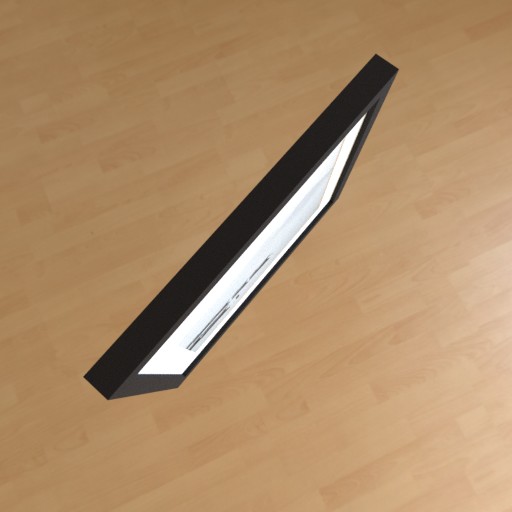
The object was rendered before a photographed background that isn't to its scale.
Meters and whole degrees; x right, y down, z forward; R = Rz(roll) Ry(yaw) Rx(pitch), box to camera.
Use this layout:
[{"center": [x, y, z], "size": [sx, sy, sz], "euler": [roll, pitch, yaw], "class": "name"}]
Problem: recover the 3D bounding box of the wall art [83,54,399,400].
[{"center": [0.000, 0.000, 0.547], "size": [0.028, 0.325, 0.397], "euler": [39, 78, 10], "class": "wall art"}]
